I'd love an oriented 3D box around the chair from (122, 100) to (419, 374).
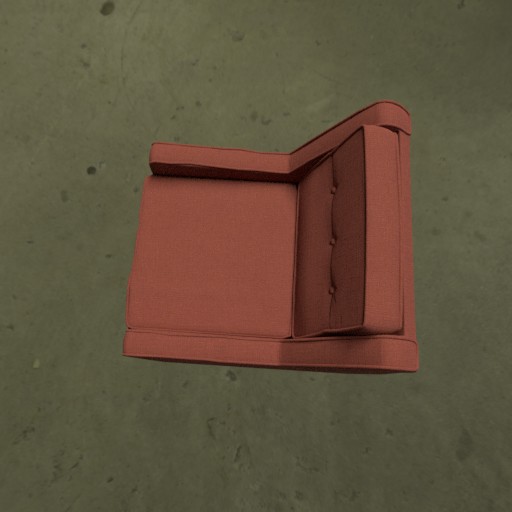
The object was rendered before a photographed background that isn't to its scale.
[{"bbox_3d":[0.000,0.000,1.395,0.770,0.812,0.680,3,75,1],"label":"chair"}]
